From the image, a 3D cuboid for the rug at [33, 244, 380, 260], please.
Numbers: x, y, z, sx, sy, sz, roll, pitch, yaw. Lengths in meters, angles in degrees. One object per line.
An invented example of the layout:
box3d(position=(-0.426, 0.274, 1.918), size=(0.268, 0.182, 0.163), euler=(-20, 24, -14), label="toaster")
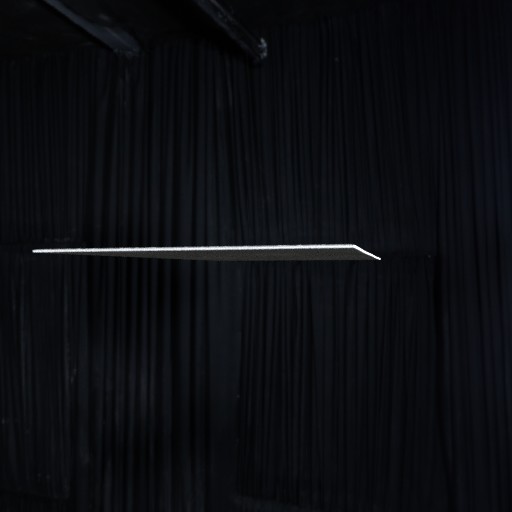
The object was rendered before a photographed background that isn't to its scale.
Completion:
box3d(position=(0.000, 0.000, 3.570), size=(1.819, 0.018, 2.746), euler=(-1, -2, 18), label="rug")
